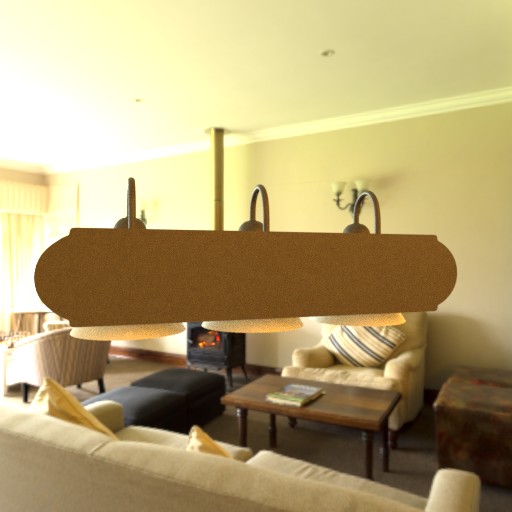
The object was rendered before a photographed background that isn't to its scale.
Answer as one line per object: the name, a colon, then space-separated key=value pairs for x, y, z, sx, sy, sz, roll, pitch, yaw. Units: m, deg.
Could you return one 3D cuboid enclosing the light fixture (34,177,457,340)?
light fixture: x=0.000 y=0.000 z=0.705 sx=0.610 sy=0.222 sz=0.199 roll=0 pitch=0 yaw=-18
